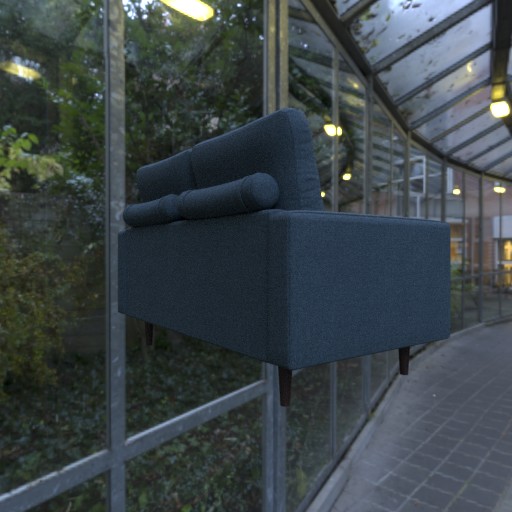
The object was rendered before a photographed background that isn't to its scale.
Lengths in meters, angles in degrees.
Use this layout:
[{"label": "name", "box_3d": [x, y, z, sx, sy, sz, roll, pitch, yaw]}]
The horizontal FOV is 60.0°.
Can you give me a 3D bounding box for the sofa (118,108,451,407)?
[{"label": "sofa", "box_3d": [0.000, 0.000, 1.970, 0.842, 0.907, 1.407, 0, 1, -36]}]
